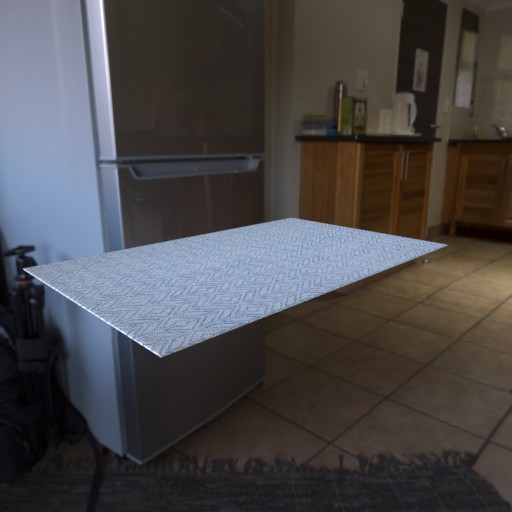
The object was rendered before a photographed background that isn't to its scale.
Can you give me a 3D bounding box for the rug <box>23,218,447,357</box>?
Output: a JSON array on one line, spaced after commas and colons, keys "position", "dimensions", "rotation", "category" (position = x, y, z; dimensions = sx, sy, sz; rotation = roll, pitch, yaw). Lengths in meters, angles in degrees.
[{"position": [0.000, 0.000, 2.969], "dimensions": [2.441, 0.008, 1.526], "rotation": [-14, 21, -42], "category": "rug"}]
